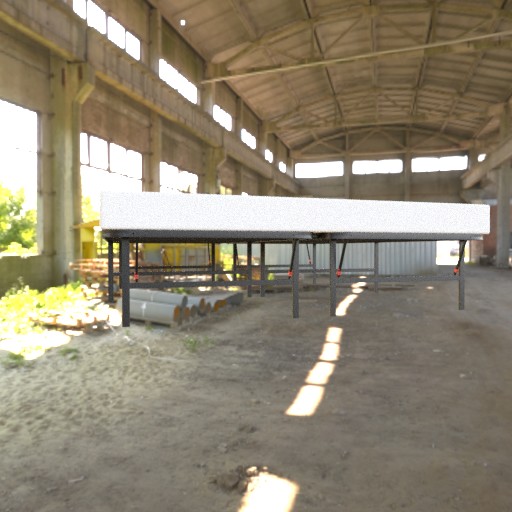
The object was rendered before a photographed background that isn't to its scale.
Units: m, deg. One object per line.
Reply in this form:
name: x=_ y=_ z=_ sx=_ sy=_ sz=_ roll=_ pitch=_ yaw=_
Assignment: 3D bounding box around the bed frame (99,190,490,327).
bed frame: x=0.000 y=0.000 z=3.002 sx=1.930 sy=0.559 sz=2.032 roll=0 pitch=1 yaw=-18
